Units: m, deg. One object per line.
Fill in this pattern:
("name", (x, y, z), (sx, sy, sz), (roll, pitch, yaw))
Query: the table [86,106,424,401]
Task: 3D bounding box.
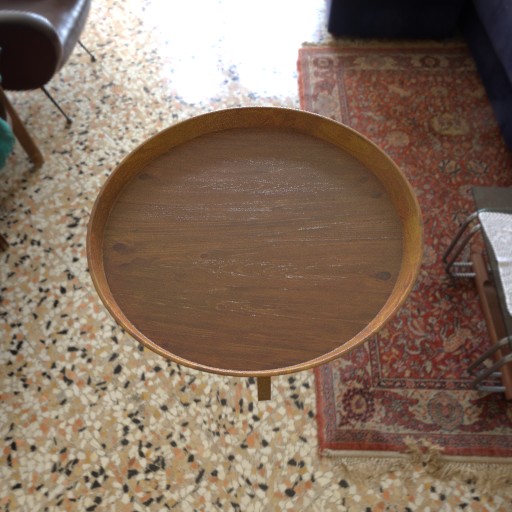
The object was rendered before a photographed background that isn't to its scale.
("table", (0.000, 0.000, 1.545), (1.016, 0.470, 1.016), (0, 58, 0))
